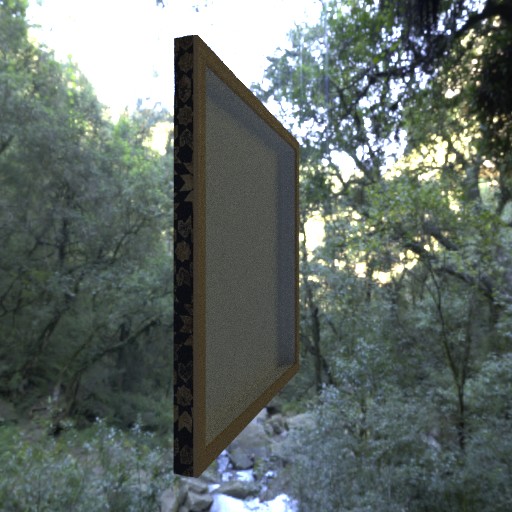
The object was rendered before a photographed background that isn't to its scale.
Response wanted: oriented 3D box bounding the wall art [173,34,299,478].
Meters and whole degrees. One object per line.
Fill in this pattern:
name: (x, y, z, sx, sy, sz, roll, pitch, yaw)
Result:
wall art: (0.000, 0.000, 0.903, 0.038, 0.612, 0.612, 0, 0, 19)
